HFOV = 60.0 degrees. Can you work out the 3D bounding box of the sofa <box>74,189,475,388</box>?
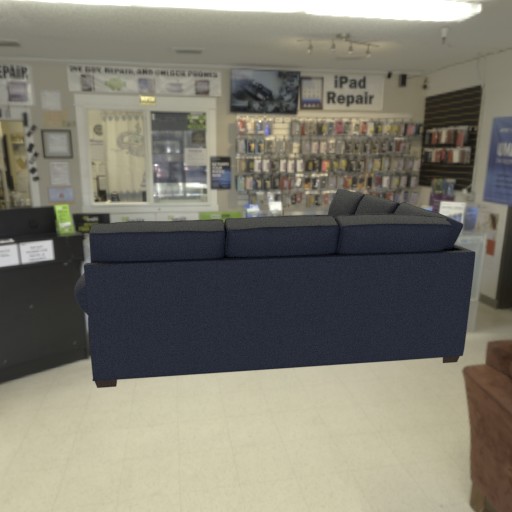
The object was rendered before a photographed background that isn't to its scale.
[{"bbox_3d":[0.000,0.000,3.980,2.562,1.042,2.487,-2,14,-8],"label":"sofa"}]
